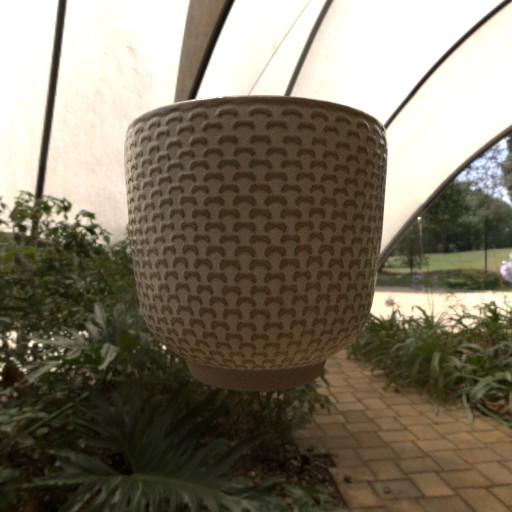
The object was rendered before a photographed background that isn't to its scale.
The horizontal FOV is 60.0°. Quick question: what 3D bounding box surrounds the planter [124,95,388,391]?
[{"bbox_3d":[0.000,0.000,0.303,0.173,0.160,0.173,0,0,0],"label":"planter"}]
